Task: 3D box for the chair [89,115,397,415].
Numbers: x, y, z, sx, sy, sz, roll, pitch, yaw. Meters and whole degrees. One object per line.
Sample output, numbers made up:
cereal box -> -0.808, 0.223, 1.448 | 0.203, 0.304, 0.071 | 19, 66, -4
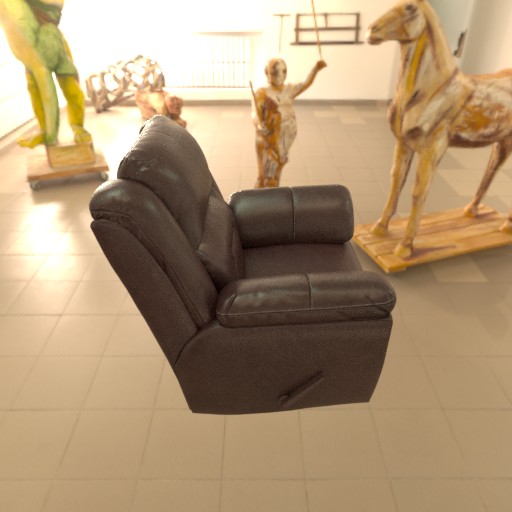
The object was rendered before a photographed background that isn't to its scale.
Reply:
chair -> 0.000, 0.000, 1.938 | 1.041, 1.093, 0.990 | 0, 32, -1
